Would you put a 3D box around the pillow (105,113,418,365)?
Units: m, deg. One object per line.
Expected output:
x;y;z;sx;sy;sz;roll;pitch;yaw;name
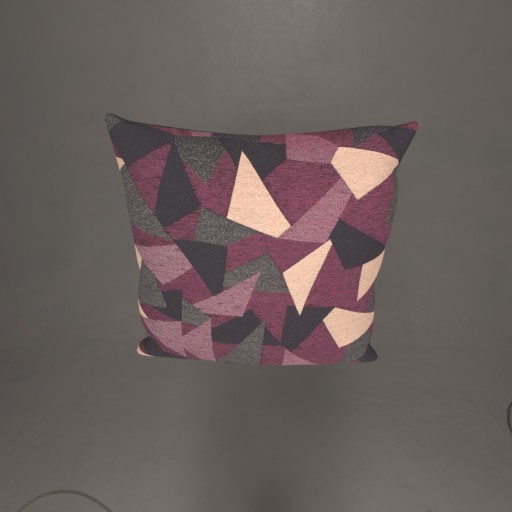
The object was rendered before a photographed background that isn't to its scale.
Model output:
0.000;0.000;0.803;0.503;0.496;0.208;1;30;2;pillow
